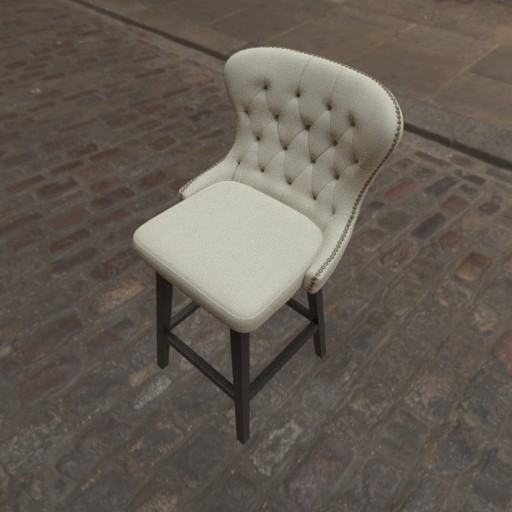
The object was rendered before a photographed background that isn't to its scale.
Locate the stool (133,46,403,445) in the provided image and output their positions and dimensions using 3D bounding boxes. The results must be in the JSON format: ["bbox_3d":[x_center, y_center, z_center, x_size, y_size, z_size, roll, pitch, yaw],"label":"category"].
[{"bbox_3d":[0.000,0.000,1.299,0.528,0.971,0.593,33,55,27],"label":"stool"}]
